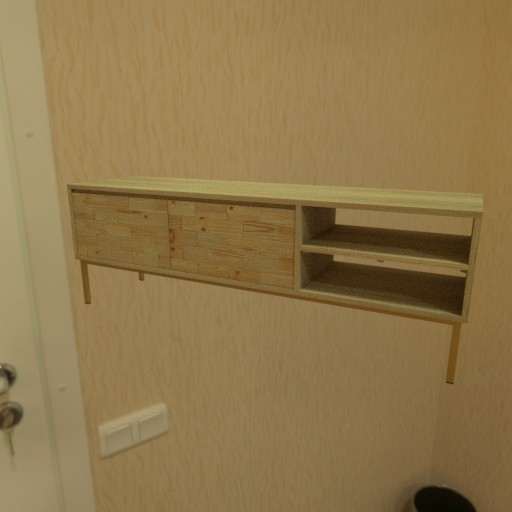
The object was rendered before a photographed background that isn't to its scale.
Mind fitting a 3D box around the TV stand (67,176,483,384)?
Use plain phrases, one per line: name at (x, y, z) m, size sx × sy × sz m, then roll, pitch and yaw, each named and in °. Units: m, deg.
TV stand at (0.000, 0.000, 1.817) m, size 1.600 × 0.550 × 0.420 m, roll 7°, pitch 17°, yaw 25°
